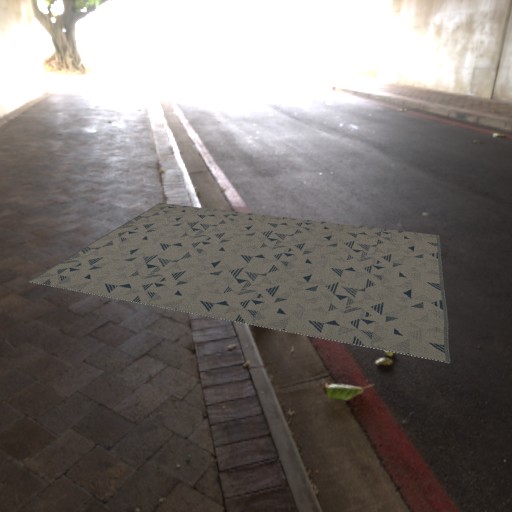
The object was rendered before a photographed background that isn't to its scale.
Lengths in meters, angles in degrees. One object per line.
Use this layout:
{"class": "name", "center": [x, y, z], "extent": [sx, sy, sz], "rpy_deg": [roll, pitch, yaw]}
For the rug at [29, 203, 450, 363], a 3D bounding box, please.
{"class": "rug", "center": [0.000, 0.000, 2.312], "extent": [1.835, 0.003, 1.206], "rpy_deg": [8, 27, 17]}
